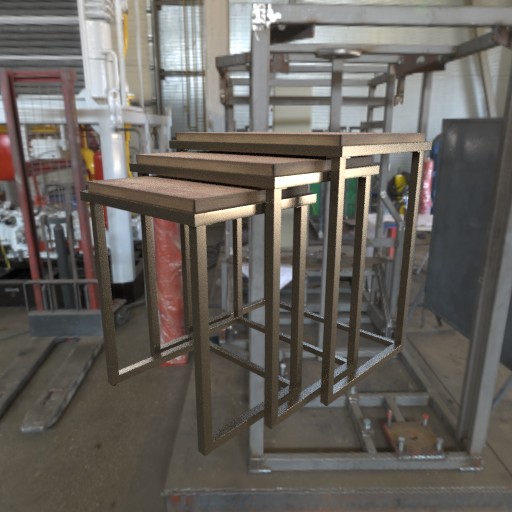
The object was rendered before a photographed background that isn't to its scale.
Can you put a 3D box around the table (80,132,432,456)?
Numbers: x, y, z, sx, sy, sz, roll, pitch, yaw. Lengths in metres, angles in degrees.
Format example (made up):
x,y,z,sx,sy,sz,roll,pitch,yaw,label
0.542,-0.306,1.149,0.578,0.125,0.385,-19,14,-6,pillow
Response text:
x,y,z,sx,sy,sz,roll,pitch,yaw,label
0.000,0.000,1.142,0.559,0.610,0.706,15,22,42,table
